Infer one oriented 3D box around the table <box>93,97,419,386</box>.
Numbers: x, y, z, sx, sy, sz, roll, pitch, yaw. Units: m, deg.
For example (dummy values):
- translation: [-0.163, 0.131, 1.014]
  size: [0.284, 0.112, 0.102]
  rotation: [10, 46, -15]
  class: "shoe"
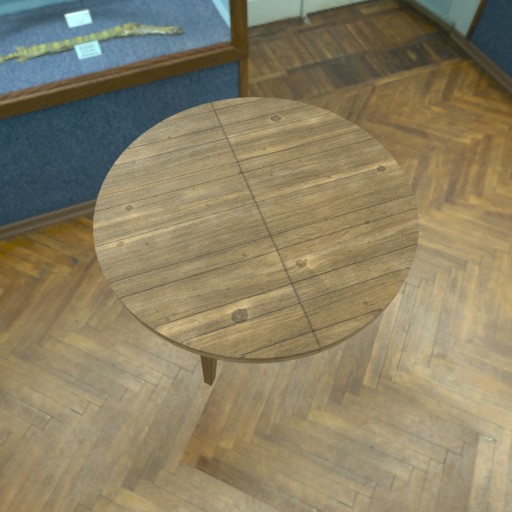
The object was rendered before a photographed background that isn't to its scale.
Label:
- translation: [0.000, 0.000, 2.005]
  size: [1.213, 0.764, 1.213]
  rotation: [0, 58, 0]
  class: "table"
